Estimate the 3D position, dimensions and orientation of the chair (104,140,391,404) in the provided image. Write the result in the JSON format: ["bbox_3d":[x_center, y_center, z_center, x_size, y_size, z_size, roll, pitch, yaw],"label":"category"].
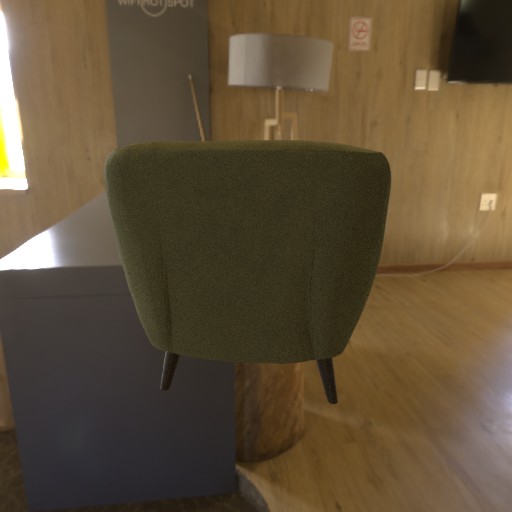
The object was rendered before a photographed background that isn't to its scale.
[{"bbox_3d":[0.000,0.000,1.539,0.840,0.804,0.819,2,17,7],"label":"chair"}]
